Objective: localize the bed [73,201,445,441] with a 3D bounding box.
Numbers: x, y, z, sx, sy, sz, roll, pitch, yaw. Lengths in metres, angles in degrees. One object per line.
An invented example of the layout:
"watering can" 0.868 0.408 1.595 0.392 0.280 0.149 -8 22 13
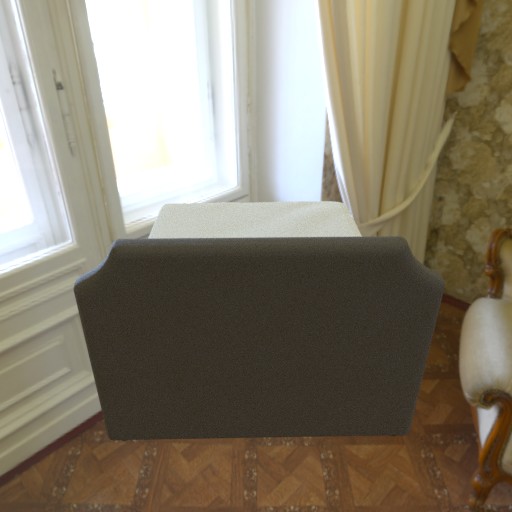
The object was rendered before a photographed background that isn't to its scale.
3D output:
"bed" 0.000 0.000 3.808 2.194 1.561 2.536 -1 30 -1
